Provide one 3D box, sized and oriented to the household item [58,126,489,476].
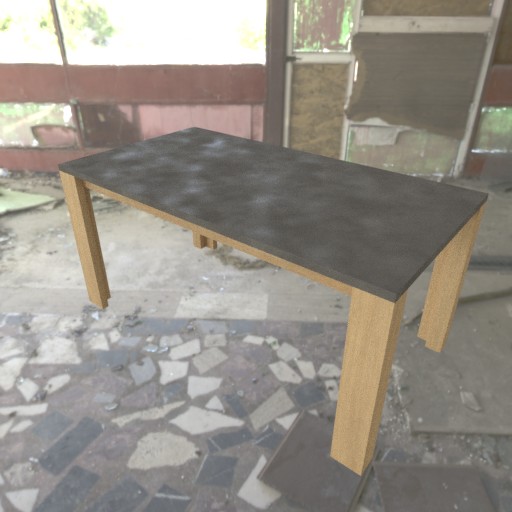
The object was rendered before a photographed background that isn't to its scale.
[{"bbox_3d":[0.000,0.000,2.032,1.600,0.755,0.850,22,37,33],"label":"household item"}]
